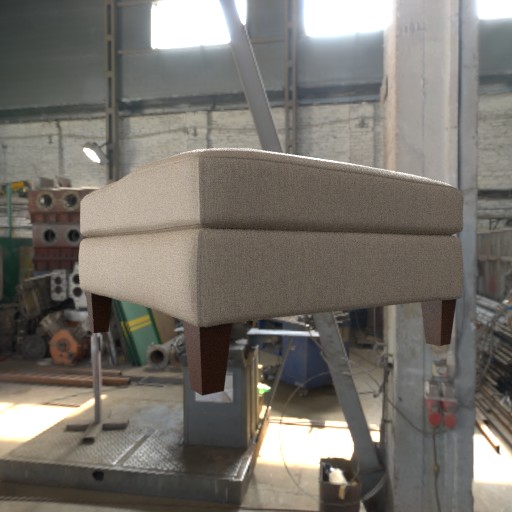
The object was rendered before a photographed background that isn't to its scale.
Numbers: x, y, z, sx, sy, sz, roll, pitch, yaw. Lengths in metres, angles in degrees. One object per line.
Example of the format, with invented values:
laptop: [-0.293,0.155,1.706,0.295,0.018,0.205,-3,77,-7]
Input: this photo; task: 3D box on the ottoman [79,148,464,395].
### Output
ottoman: [0.000,0.000,1.312,0.838,0.481,0.838,-1,1,-35]
